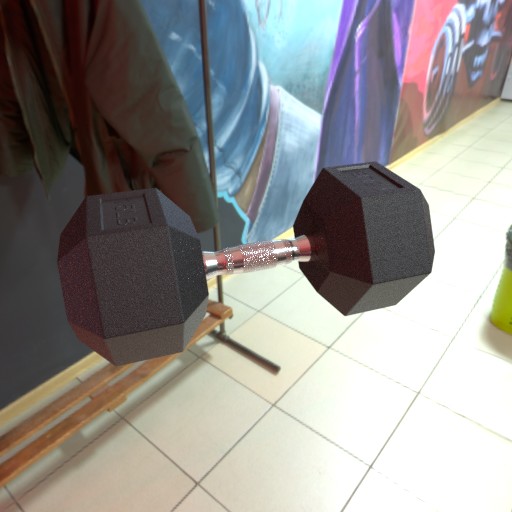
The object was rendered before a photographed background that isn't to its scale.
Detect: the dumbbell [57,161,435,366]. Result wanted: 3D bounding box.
[{"bbox_3d":[0.000,0.000,0.342,0.271,0.106,0.122,-10,33,-15],"label":"dumbbell"}]
